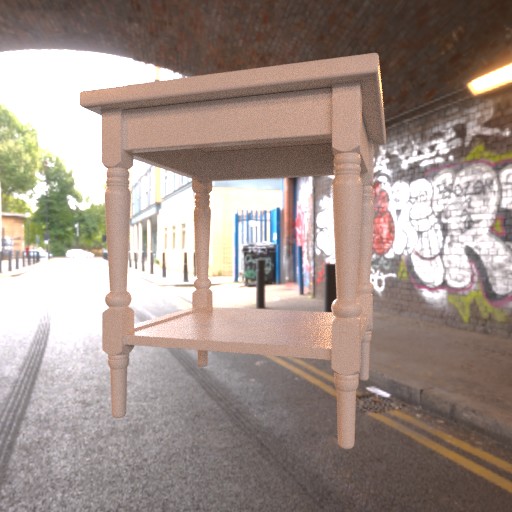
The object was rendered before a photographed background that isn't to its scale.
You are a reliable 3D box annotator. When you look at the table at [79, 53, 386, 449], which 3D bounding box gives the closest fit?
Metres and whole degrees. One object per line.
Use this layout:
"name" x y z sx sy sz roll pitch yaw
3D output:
"table" 0.000 0.000 0.889 0.488 0.565 0.442 0 1 18
